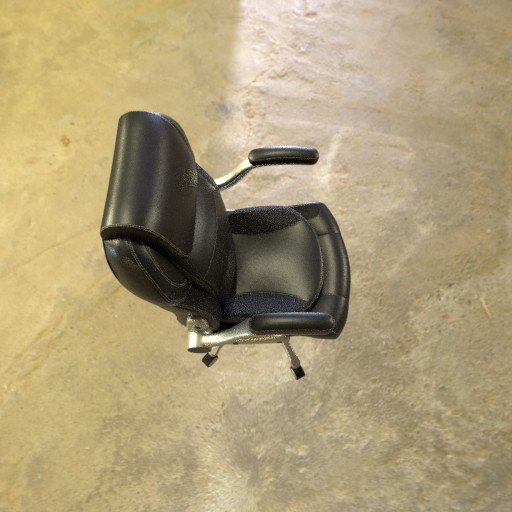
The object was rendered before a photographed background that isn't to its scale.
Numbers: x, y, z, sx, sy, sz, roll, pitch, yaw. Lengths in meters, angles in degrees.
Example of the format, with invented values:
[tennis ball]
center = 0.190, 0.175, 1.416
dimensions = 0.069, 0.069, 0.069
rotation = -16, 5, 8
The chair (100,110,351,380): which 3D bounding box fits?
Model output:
[chair]
center = 0.000, 0.000, 1.665
dimensions = 0.801, 1.141, 0.724
rotation = -1, 63, 0
